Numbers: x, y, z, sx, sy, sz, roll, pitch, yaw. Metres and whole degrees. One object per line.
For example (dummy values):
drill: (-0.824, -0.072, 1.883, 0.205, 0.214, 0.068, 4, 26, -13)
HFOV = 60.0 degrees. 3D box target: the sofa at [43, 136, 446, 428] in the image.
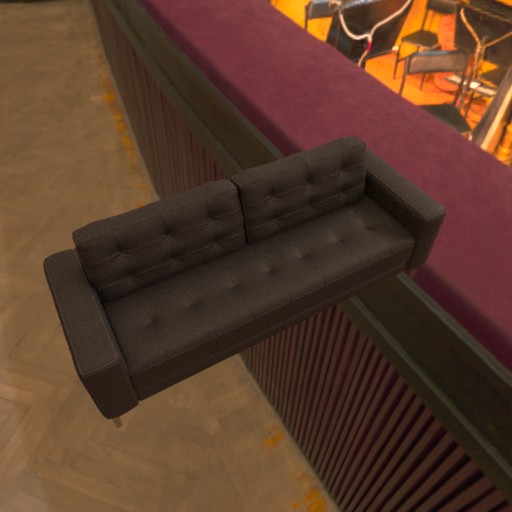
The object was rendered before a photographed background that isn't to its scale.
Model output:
sofa: (0.000, 0.000, 2.702, 2.275, 0.893, 0.833, -23, 51, -20)
